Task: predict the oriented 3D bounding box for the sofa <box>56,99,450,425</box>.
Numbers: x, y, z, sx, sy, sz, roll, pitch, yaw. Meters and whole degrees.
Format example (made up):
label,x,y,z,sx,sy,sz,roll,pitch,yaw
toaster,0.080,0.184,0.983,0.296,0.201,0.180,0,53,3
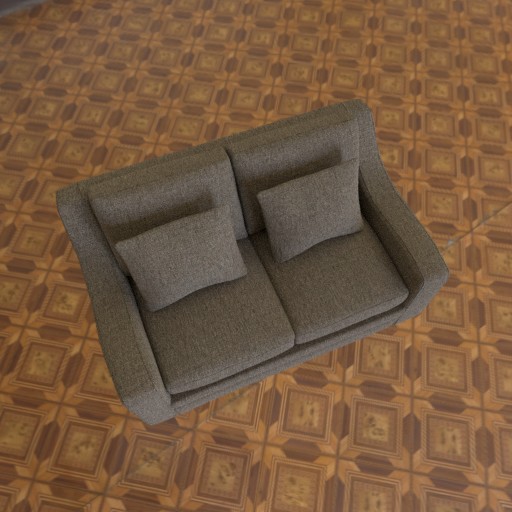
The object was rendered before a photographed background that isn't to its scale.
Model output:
label,x,y,z,sx,sy,sz,roll,pitch,yaw
sofa,0.000,0.000,2.435,1.778,0.991,1.120,-20,64,-10
